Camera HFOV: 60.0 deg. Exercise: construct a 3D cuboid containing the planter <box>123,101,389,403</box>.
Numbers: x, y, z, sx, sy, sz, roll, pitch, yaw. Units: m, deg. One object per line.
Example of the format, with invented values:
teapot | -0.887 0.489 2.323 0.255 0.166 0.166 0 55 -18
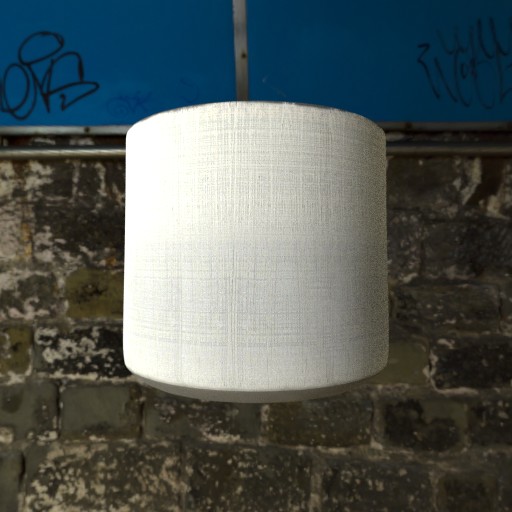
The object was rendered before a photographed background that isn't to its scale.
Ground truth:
planter | 0.000 0.000 0.394 0.226 0.201 0.226 0 0 0
